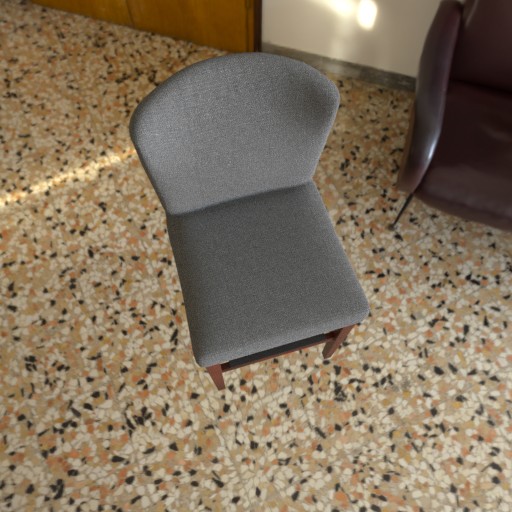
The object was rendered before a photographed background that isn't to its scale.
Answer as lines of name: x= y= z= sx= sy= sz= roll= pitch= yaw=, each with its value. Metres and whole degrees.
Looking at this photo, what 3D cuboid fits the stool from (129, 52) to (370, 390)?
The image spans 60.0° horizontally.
stool: x=0.000 y=0.000 z=1.308 sx=0.479 sy=0.968 sz=0.568 roll=-15 pitch=65 yaw=-7
